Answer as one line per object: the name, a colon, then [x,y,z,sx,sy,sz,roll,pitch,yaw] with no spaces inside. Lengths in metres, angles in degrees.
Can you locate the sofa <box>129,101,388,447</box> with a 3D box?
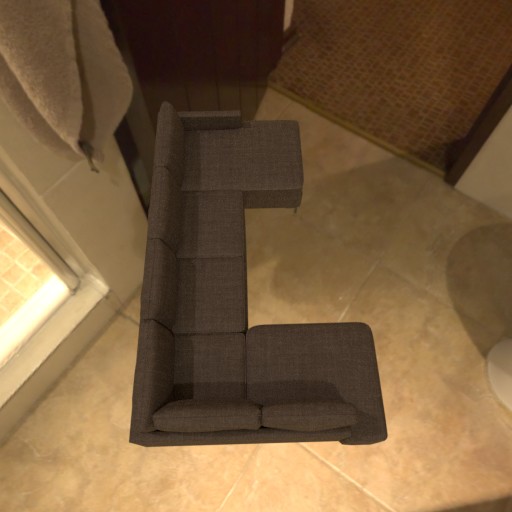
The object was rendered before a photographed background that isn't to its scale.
sofa: [0.000,0.000,4.334,2.048,0.999,3.423,-1,64,-1]
